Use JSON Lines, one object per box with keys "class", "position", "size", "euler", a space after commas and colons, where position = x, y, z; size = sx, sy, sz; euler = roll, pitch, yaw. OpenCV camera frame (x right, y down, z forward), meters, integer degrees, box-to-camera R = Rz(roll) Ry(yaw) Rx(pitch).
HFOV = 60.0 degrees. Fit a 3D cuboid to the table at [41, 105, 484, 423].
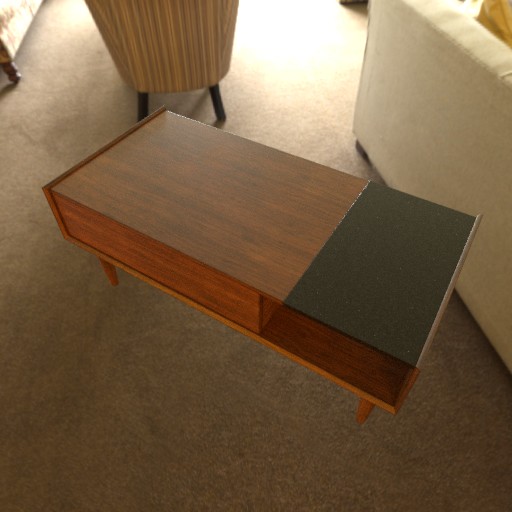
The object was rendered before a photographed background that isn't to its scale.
{"class": "table", "position": [0.000, 0.000, 1.550], "size": [1.221, 0.508, 0.610], "euler": [24, 52, 21]}
